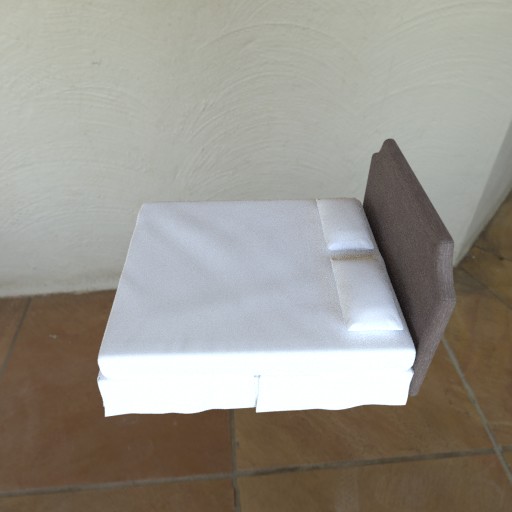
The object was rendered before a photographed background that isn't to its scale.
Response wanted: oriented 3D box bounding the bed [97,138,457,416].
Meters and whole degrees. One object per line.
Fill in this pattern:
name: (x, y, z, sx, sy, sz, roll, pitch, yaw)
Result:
bed: (0.000, 0.000, 4.219, 2.773, 1.590, 2.350, -1, 41, -1)
